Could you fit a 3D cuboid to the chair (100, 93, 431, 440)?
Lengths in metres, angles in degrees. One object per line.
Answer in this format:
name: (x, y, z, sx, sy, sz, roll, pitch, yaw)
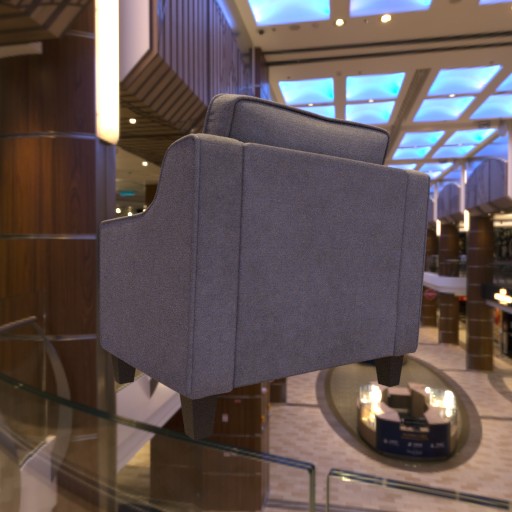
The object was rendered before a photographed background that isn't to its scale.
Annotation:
chair: (0.000, 0.000, 1.639, 0.926, 0.944, 0.840, 0, 1, -35)
